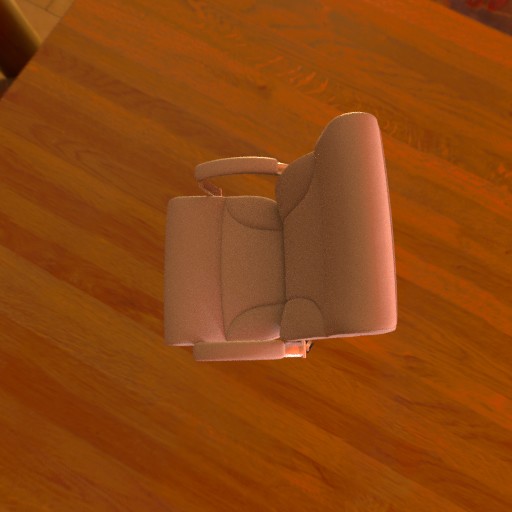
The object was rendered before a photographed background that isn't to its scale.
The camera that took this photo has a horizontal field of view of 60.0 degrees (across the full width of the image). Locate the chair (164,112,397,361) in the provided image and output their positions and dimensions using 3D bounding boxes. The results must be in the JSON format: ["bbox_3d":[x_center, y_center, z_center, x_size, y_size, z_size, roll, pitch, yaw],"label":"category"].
[{"bbox_3d":[0.000,0.000,1.601,0.745,1.099,0.727,-1,77,0],"label":"chair"}]
